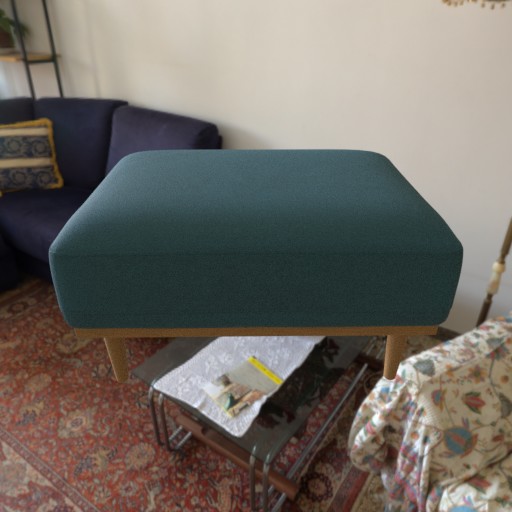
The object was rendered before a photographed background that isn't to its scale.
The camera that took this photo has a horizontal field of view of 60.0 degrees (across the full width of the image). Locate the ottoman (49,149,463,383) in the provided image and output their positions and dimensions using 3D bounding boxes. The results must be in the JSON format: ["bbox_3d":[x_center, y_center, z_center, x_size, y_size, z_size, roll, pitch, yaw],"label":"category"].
[{"bbox_3d":[0.000,0.000,1.068,0.749,0.428,0.549,0,30,-1],"label":"ottoman"}]
